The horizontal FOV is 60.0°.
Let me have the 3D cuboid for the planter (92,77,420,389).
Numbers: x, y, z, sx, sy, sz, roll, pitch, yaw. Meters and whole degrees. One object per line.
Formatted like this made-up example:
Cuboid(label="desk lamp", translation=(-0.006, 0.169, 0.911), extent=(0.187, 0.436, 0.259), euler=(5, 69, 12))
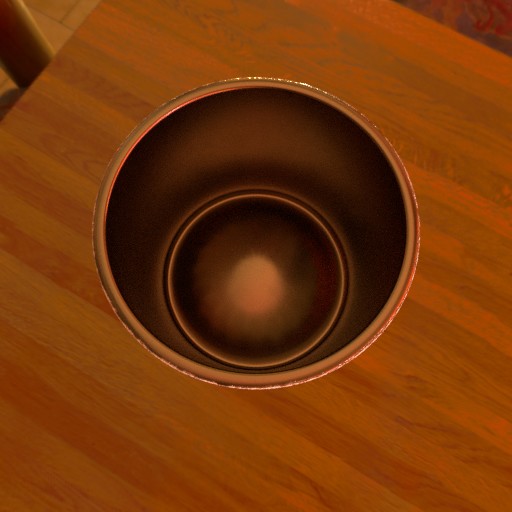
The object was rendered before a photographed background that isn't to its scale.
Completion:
Cuboid(label="planter", translation=(0.000, 0.000, 0.388), extent=(0.221, 0.201, 0.221), euler=(0, 75, 0))
